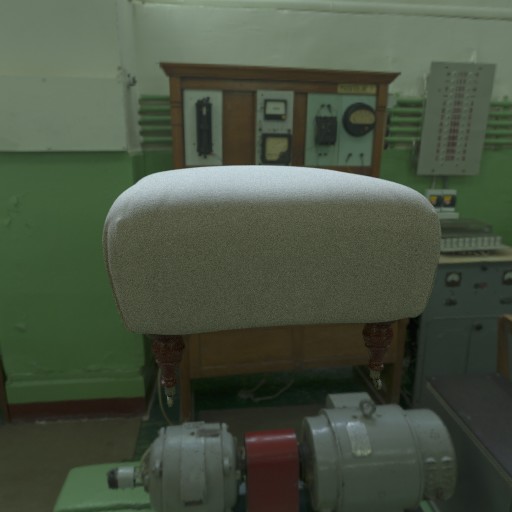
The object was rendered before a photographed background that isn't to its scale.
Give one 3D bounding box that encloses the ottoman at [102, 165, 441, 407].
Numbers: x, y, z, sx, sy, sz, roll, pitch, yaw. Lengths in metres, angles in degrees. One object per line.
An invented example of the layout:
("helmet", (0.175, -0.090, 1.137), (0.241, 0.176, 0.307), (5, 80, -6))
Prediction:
("ottoman", (0.000, 0.000, 1.139), (0.639, 0.450, 0.746), (-2, 14, -8))
